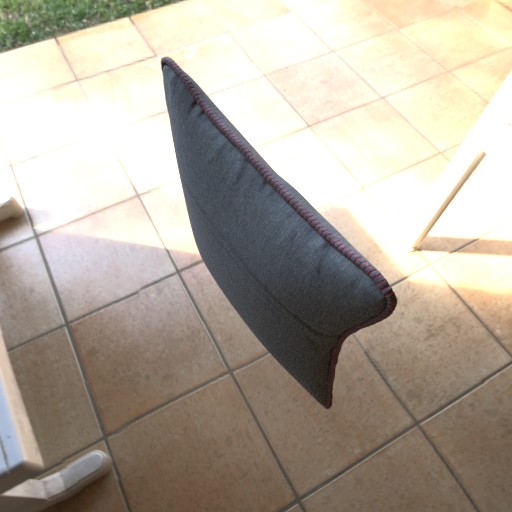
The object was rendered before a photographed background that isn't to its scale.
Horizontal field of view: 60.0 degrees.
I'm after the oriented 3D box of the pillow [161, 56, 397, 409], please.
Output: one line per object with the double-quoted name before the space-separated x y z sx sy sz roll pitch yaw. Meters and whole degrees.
"pillow" 0.000 0.000 0.734 0.124 0.491 0.482 -31 63 -17
